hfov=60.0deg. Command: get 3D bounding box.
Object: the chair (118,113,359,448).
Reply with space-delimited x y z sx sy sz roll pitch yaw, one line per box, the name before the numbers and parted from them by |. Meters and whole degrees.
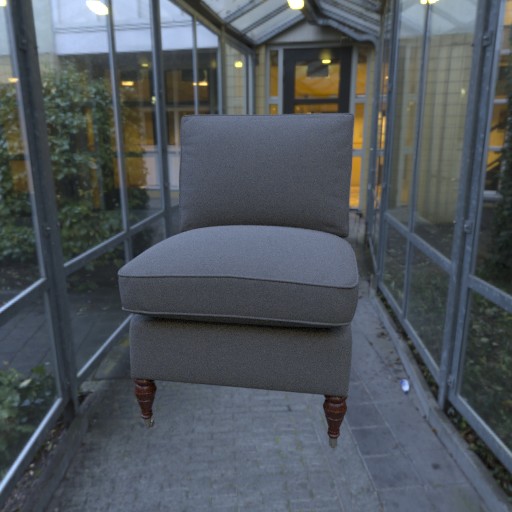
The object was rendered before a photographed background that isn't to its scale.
chair | 0.000 0.000 1.667 0.724 1.045 0.924 2 15 9
